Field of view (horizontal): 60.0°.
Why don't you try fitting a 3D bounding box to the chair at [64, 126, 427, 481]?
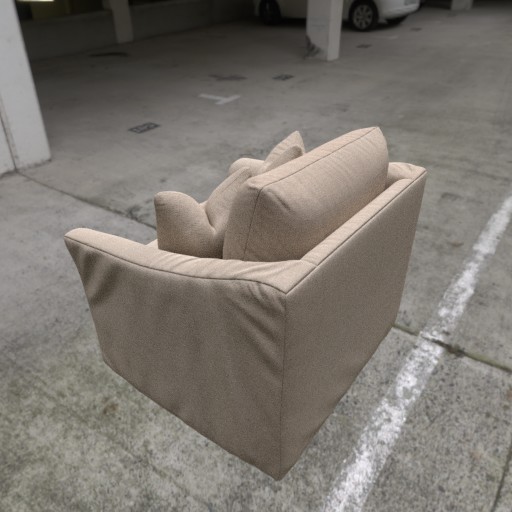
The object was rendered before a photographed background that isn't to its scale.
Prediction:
[{"bbox_3d":[0.000,0.000,2.000,1.071,1.093,1.194,20,36,30],"label":"chair"}]
